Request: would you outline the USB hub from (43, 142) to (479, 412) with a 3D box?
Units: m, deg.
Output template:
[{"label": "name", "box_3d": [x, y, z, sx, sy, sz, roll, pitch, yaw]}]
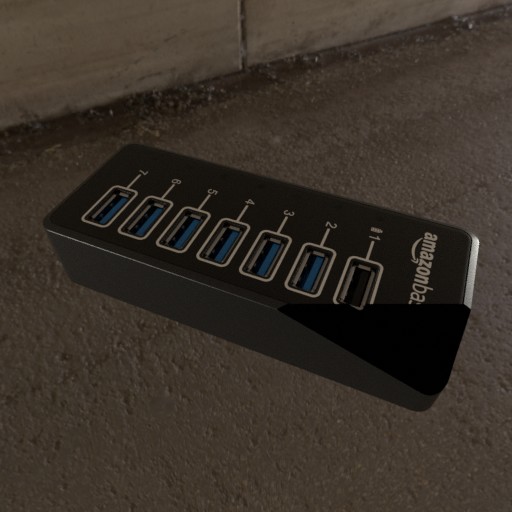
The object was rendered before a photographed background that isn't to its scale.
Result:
[{"label": "USB hub", "box_3d": [0.000, 0.000, 0.125, 0.110, 0.023, 0.044, 18, 50, 15]}]
